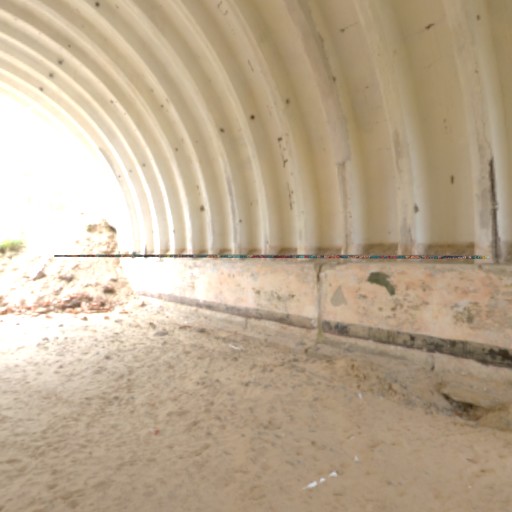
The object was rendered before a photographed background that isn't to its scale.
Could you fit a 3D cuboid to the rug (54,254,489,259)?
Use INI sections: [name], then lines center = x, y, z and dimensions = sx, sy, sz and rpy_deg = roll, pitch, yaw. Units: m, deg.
[rug]
center = 0.000, 0.000, 2.528
dimensions = 2.286, 0.013, 0.686
rpy_deg = 0, 1, 19
